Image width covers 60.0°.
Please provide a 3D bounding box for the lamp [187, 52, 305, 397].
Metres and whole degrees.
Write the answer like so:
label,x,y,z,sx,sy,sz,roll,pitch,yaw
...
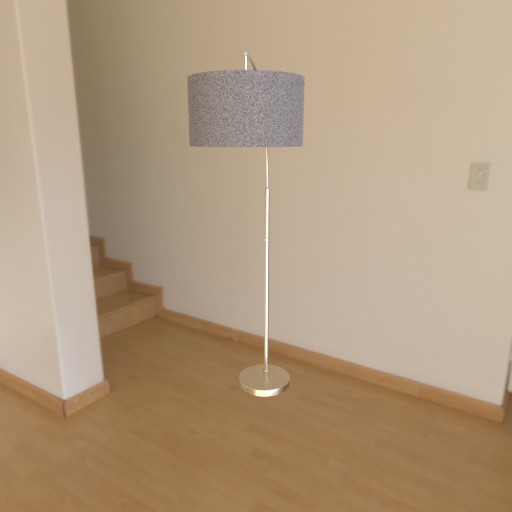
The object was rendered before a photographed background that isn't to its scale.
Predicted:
label,x,y,z,sx,sy,sz,roll,pitch,yaw
lamp,0.000,0.000,2.145,0.452,1.735,0.934,2,15,9
